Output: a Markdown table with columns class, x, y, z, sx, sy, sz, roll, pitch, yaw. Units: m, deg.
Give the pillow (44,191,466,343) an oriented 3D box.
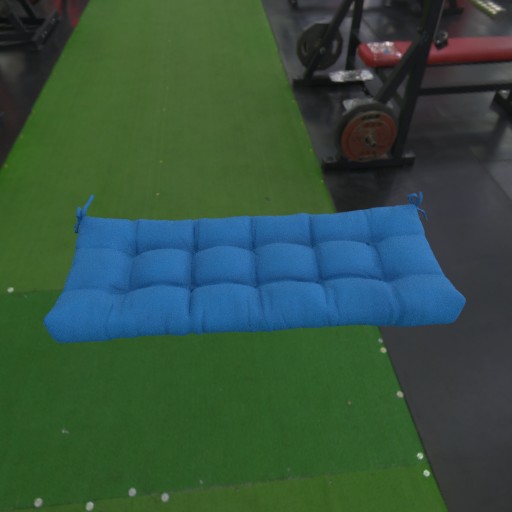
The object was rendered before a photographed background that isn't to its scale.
| class | x | y | z | sx | sy | sz | roll | pitch | yaw |
| --- | --- | --- | --- | --- | --- | --- | --- | --- | --- |
| pillow | 0.000 | 0.000 | 1.356 | 1.194 | 0.174 | 0.511 | -2 | 45 | -2 |
